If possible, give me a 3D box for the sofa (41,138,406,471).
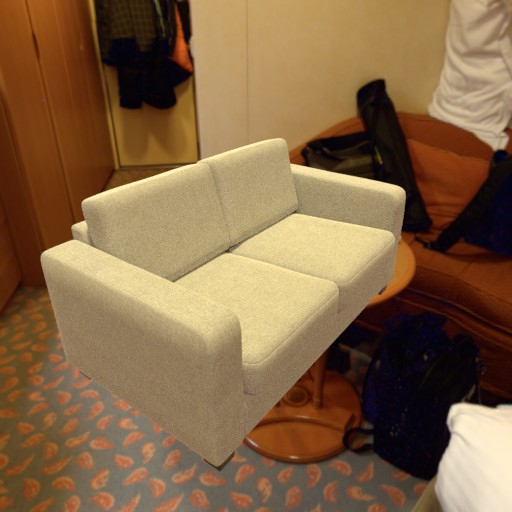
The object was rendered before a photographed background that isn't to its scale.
[{"bbox_3d":[0.000,0.000,2.029,0.900,0.800,1.540,19,33,32],"label":"sofa"}]
